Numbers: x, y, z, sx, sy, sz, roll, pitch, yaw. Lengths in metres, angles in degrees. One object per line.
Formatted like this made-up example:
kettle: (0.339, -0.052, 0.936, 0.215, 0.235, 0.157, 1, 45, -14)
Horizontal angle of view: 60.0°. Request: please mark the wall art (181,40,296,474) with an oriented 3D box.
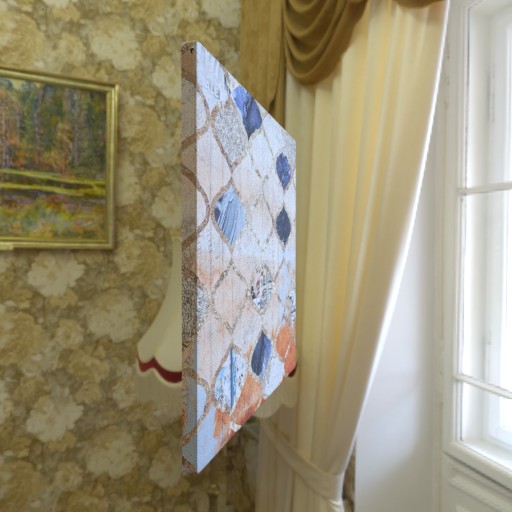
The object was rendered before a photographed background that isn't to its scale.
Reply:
wall art: (0.000, 0.000, 1.363, 0.039, 0.914, 0.912, 0, 1, 18)
